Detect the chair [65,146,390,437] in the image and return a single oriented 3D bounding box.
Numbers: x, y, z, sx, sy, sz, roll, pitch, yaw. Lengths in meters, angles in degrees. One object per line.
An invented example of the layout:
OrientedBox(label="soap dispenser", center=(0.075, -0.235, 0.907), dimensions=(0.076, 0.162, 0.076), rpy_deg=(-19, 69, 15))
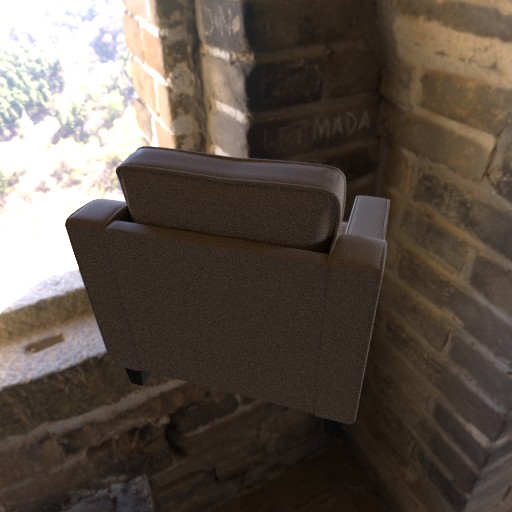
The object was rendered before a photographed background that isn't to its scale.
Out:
OrientedBox(label="chair", center=(0.000, 0.000, 1.698), dimensions=(0.922, 0.948, 0.882), rpy_deg=(9, 33, 15))
